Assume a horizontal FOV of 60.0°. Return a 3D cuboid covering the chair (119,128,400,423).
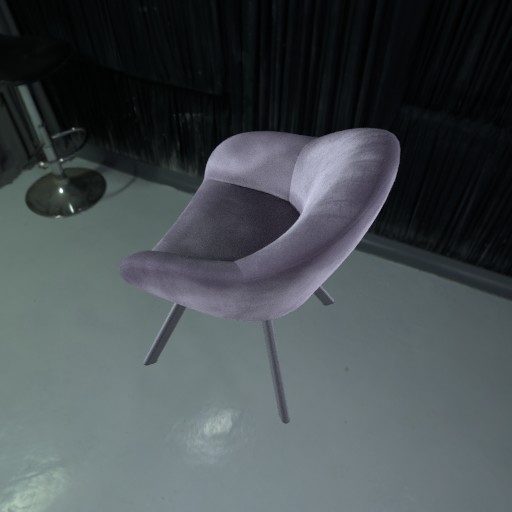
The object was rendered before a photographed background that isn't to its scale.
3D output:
[{"bbox_3d":[0.000,0.000,1.206,0.590,0.795,0.550,18,50,15],"label":"chair"}]
